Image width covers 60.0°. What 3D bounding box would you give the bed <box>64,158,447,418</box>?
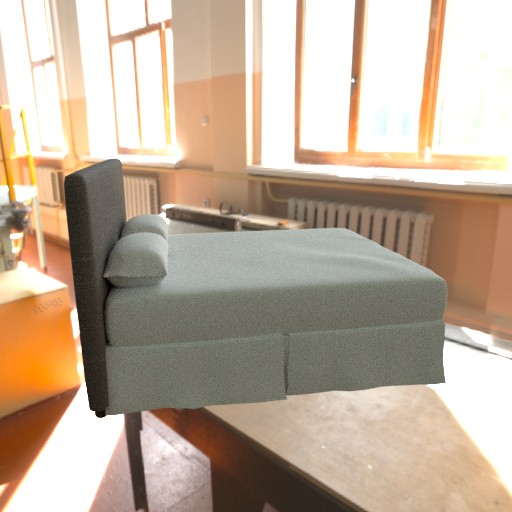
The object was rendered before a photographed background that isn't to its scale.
[{"bbox_3d":[0.000,0.000,3.172,2.142,1.330,1.723,-3,15,-10],"label":"bed"}]
